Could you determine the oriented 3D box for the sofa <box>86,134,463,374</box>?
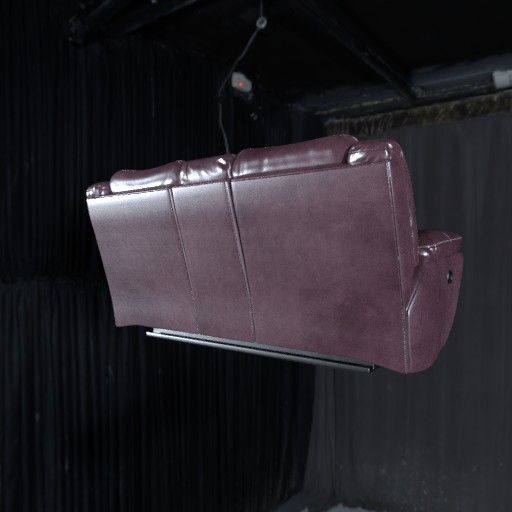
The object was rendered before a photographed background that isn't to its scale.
[{"bbox_3d":[0.000,0.000,2.572,2.058,1.043,0.991,0,1,37],"label":"sofa"}]
